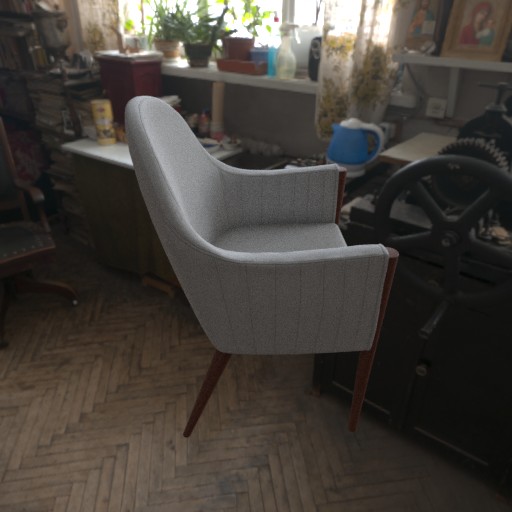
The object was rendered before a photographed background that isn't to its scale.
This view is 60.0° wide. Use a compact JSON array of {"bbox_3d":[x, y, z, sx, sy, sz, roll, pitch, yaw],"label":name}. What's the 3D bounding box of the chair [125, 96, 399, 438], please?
[{"bbox_3d":[0.000,0.000,1.300,0.620,0.889,0.610,-1,31,-2],"label":"chair"}]
